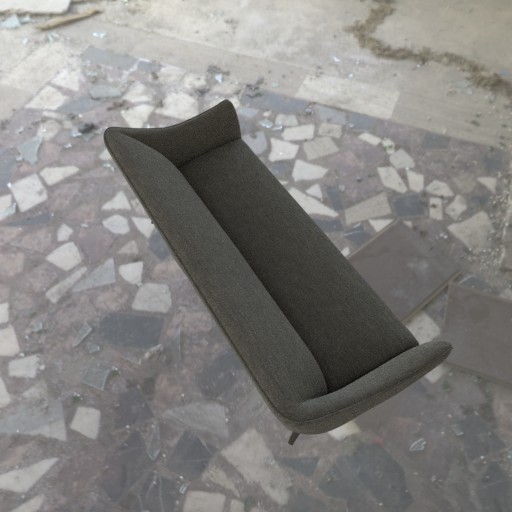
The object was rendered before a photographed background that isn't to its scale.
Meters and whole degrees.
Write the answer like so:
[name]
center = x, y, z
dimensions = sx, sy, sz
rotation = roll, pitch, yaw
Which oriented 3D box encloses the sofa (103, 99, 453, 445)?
[sofa]
center = 0.000, 0.000, 2.371
dimensions = 0.867, 0.829, 1.928
rotation = -28, 62, -17
